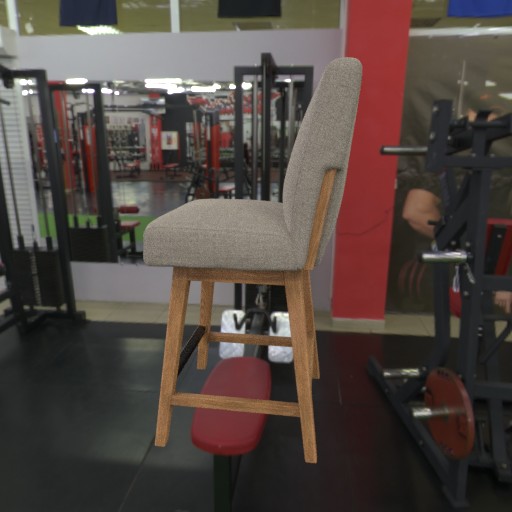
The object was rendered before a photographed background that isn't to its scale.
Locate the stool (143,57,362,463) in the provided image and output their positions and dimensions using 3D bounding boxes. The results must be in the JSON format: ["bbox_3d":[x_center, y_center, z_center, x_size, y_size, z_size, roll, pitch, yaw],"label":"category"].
[{"bbox_3d":[0.000,0.000,1.297,0.526,1.010,0.459,2,16,9],"label":"stool"}]
